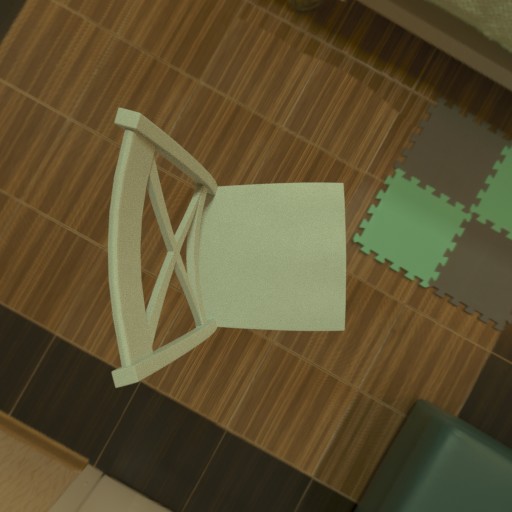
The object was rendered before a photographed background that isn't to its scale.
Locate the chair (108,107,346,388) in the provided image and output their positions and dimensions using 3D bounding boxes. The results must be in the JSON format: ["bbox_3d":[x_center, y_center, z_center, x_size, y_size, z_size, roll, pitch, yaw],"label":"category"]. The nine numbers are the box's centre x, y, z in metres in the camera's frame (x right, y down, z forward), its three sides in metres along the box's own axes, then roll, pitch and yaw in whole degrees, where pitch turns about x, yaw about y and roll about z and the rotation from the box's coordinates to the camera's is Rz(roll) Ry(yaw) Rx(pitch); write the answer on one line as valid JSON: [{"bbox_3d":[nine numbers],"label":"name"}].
[{"bbox_3d":[0.000,0.000,1.259,0.542,0.983,0.485,0,88,-1],"label":"chair"}]
